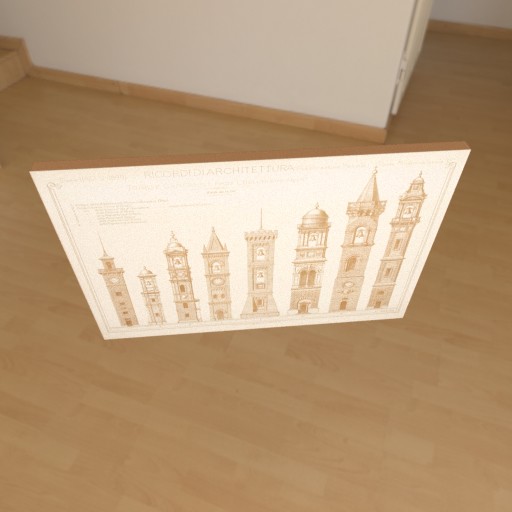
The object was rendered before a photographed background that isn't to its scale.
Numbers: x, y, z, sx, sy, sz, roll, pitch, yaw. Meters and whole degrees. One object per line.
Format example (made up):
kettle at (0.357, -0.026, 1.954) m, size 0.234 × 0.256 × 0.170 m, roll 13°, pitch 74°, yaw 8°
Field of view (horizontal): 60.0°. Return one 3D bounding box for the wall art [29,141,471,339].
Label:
wall art at (0.000, 0.000, 1.146) m, size 0.915 × 0.608 × 0.033 m, roll -4°, pitch 46°, yaw -3°
